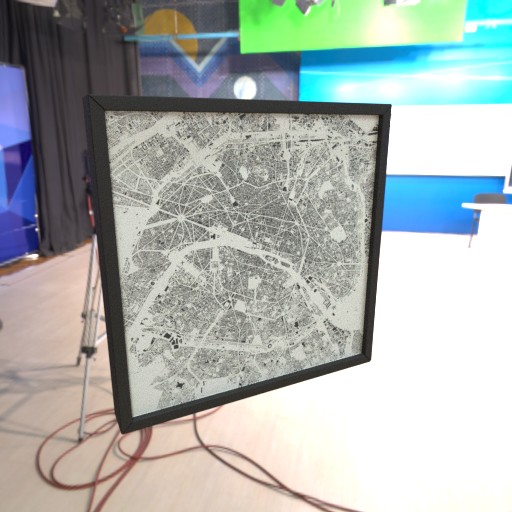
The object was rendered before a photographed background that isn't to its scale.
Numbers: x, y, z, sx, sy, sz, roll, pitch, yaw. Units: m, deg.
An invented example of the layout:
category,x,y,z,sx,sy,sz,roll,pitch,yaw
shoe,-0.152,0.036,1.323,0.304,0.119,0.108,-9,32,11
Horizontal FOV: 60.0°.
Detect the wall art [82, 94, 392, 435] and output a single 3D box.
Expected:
category,x,y,z,sx,sy,sz,roll,pitch,yaw
wall art,0.000,0.000,0.460,0.305,0.305,0.037,-8,18,-26
